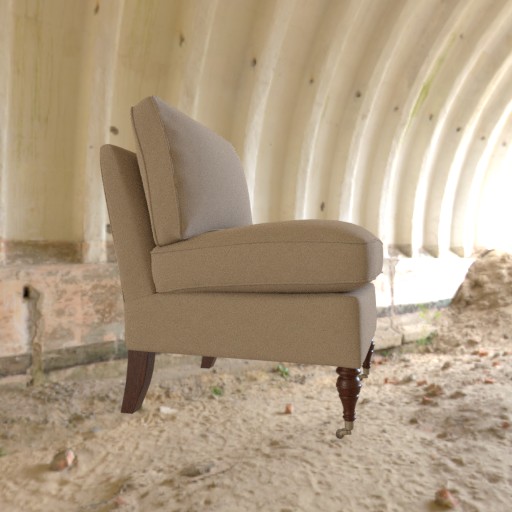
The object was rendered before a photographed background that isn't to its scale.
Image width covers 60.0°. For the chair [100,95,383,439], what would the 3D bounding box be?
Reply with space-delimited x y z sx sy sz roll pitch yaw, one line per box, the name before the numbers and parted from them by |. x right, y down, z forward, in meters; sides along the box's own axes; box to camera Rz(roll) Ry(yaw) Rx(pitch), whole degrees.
chair | 0.000 0.000 1.684 0.912 1.052 0.724 0 0 18
